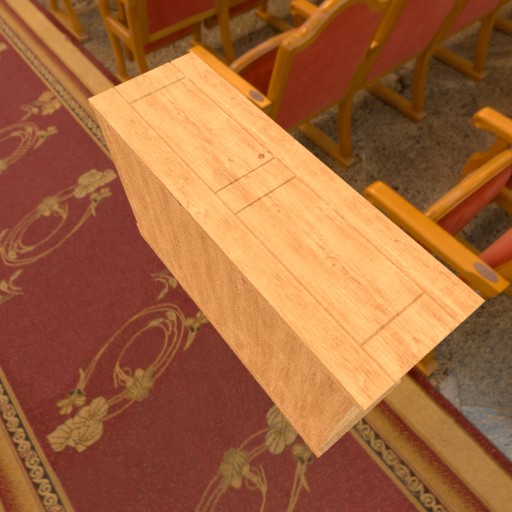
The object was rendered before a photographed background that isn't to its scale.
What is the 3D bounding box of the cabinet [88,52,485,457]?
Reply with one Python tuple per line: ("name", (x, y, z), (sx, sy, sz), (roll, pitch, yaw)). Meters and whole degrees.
("cabinet", (0.000, 0.000, 1.666), (0.432, 0.810, 1.321), (-34, 64, -19))
